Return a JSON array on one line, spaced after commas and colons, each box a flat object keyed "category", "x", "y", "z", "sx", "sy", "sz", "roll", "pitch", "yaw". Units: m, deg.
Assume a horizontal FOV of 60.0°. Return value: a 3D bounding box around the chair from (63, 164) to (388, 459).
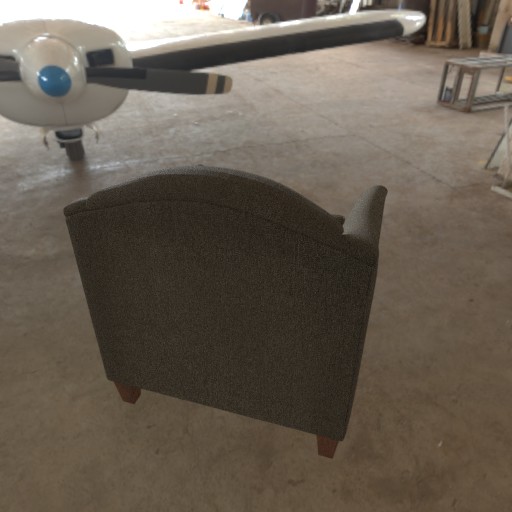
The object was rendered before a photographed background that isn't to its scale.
[{"category": "chair", "x": 0.000, "y": 0.000, "z": 1.450, "sx": 0.763, "sy": 0.839, "sz": 0.787, "roll": 9, "pitch": 34, "yaw": 15}]
